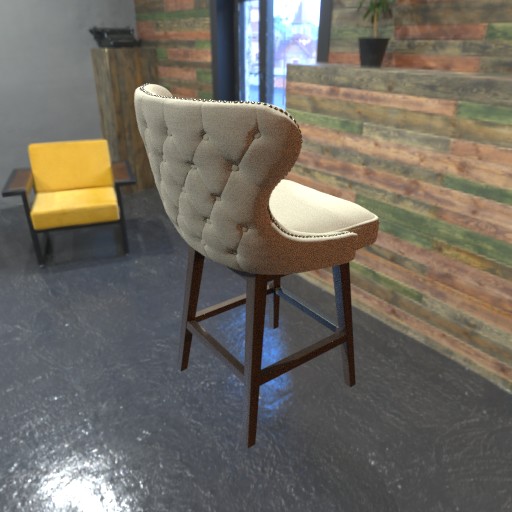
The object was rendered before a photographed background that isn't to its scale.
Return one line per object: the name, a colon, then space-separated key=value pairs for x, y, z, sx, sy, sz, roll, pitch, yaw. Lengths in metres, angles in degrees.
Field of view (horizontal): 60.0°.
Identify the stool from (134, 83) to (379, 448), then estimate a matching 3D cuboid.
stool: x=0.000 y=0.000 z=1.353 sx=0.597 sy=0.972 sz=0.615 roll=-18 pitch=31 yaw=-32
